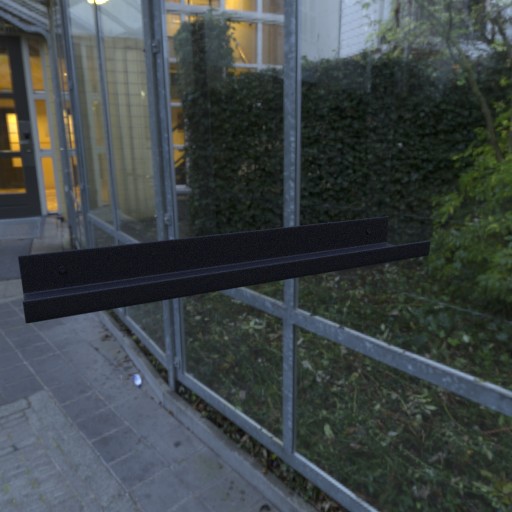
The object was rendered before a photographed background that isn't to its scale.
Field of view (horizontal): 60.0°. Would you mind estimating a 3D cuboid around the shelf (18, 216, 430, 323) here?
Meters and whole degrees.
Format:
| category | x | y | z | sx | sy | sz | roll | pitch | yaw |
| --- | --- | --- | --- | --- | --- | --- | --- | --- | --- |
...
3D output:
| category | x | y | z | sx | sy | sz | roll | pitch | yaw |
| --- | --- | --- | --- | --- | --- | --- | --- | --- | --- |
| shelf | 0.000 | 0.000 | 0.643 | 0.605 | 0.053 | 0.102 | -8 | 17 | -27 |
